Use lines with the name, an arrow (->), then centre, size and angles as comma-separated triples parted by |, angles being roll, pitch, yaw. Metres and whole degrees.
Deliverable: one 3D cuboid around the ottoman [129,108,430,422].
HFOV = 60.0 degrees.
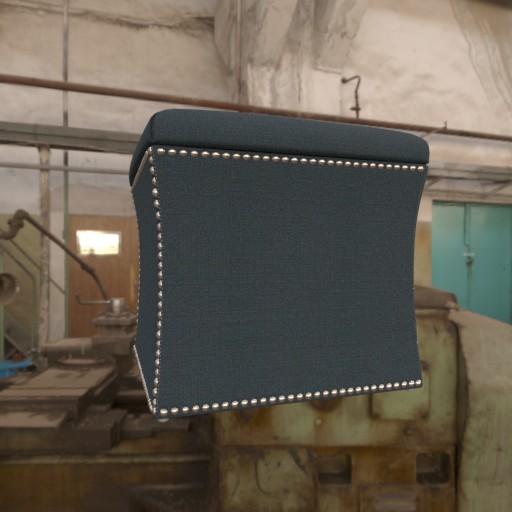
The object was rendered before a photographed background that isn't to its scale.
ottoman -> 0.000, 0.000, 0.920 | 0.497, 0.475, 0.507 | 0, 1, -18
